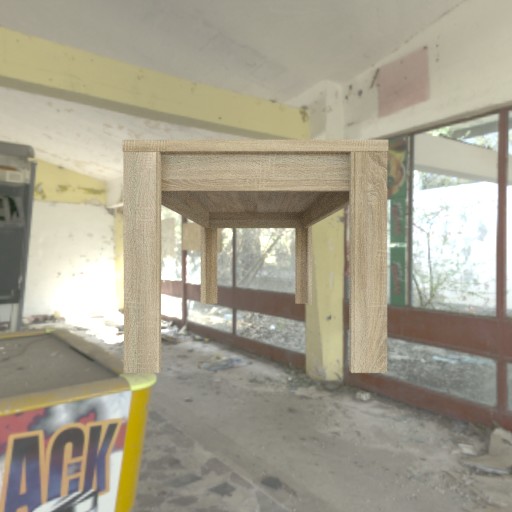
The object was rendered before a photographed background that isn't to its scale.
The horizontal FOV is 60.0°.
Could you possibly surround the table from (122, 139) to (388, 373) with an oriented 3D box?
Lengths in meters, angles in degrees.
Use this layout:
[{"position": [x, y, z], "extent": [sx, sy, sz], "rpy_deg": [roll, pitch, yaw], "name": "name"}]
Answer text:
[{"position": [0.000, 0.000, 2.600], "extent": [0.900, 0.790, 2.200], "rpy_deg": [0, 0, 0], "name": "table"}]
